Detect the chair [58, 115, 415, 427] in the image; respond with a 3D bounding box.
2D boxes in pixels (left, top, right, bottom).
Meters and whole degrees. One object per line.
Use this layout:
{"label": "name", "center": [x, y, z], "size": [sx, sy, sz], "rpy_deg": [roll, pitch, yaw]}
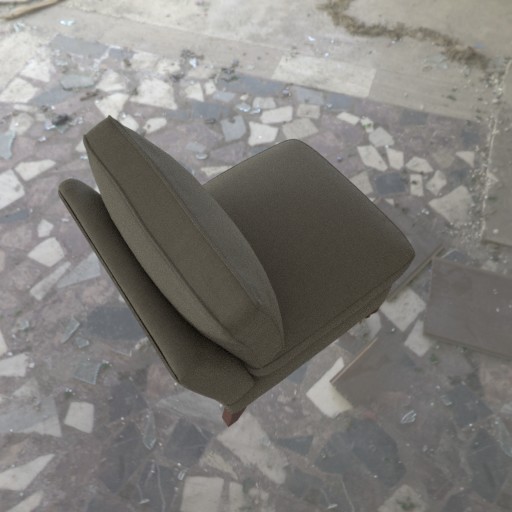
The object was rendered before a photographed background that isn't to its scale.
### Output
{"label": "chair", "center": [0.000, 0.000, 1.574], "size": [0.924, 1.045, 0.724], "rpy_deg": [-32, 64, -17]}
